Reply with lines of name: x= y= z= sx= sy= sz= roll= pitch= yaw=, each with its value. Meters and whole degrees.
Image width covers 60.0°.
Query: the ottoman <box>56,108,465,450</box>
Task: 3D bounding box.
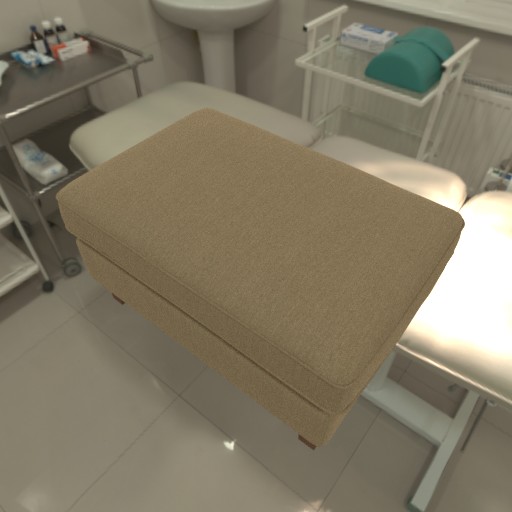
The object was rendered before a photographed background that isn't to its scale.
ottoman: x=0.000 y=0.000 z=1.306 sx=0.945 sy=0.521 sz=0.636 roll=30 pitch=54 yaw=25
